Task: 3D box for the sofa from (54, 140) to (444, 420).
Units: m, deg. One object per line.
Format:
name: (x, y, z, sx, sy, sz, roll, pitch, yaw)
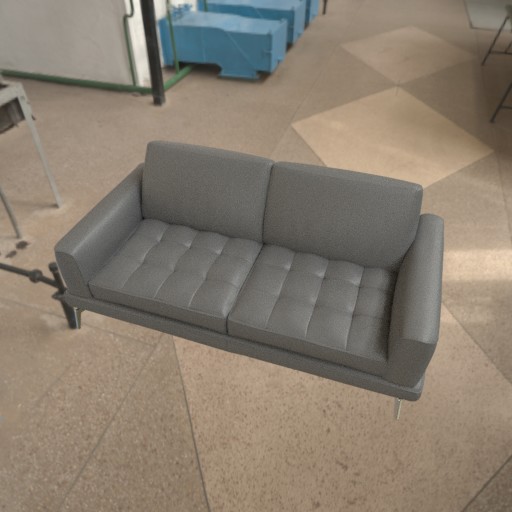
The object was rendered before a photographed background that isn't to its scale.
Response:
sofa: (0.000, 0.000, 2.732, 2.177, 0.930, 1.121, 13, 43, 14)
